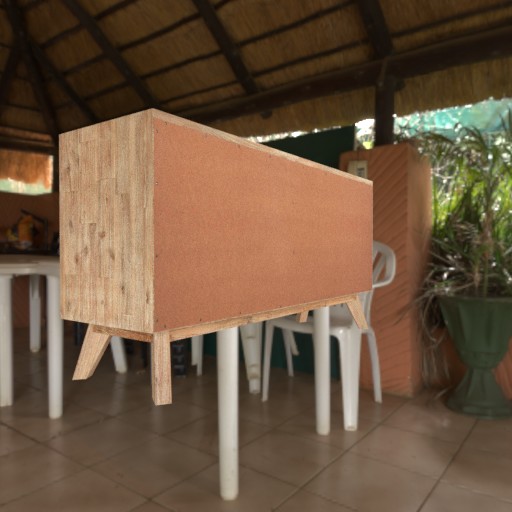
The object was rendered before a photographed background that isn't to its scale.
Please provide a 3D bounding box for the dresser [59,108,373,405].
[{"bbox_3d":[0.000,0.000,1.942,0.455,0.805,1.554,1,1,36],"label":"dresser"}]
